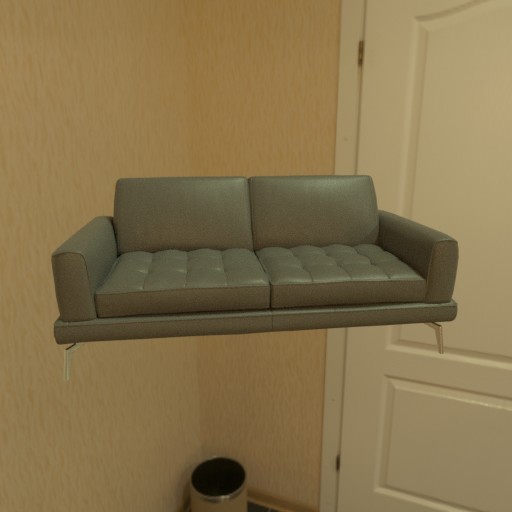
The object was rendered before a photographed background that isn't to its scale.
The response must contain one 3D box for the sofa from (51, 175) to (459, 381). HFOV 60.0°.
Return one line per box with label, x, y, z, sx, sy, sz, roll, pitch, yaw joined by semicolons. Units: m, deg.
sofa;0.000;0.000;2.769;2.177;0.930;1.121;-2;15;-7
